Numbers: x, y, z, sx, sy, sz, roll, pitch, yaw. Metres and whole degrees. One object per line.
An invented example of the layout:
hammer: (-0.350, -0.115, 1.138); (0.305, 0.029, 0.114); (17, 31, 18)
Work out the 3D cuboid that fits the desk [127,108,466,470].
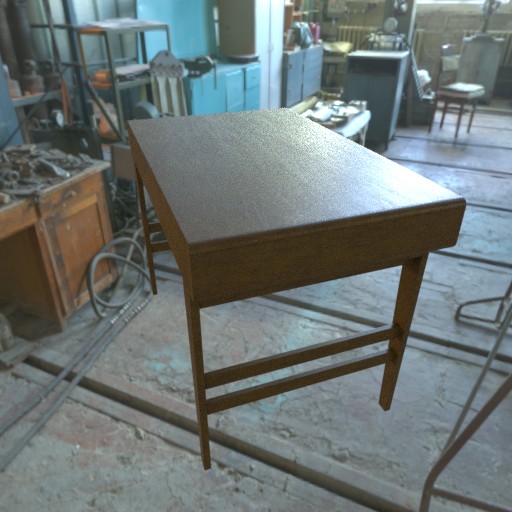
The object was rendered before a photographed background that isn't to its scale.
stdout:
desk: (0.000, 0.000, 1.548); (0.660, 0.754, 1.066); (-11, 32, -17)
